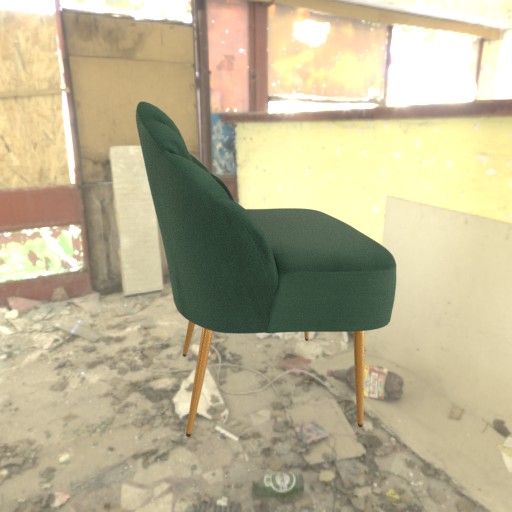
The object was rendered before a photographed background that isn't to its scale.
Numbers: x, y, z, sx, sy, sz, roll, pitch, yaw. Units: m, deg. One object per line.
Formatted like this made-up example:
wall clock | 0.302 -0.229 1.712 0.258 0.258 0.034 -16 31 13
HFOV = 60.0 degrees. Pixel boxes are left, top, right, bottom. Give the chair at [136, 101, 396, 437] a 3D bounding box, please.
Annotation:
chair | 0.000 0.000 1.252 0.599 0.819 0.657 -3 17 -10
